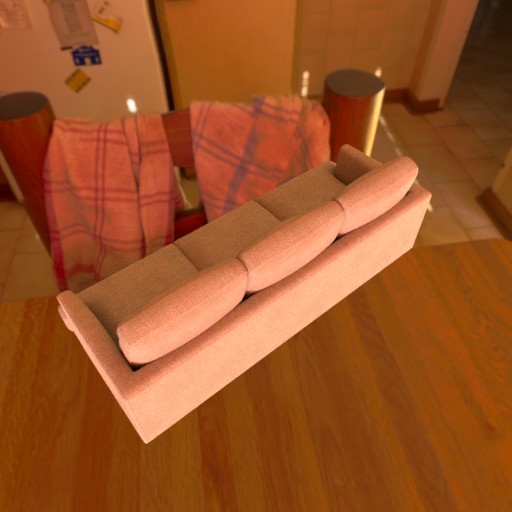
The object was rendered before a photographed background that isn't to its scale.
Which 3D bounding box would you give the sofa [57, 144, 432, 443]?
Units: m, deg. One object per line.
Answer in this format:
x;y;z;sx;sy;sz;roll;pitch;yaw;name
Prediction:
0.000;0.000;2.769;2.246;0.930;0.903;-31;54;-26;sofa
